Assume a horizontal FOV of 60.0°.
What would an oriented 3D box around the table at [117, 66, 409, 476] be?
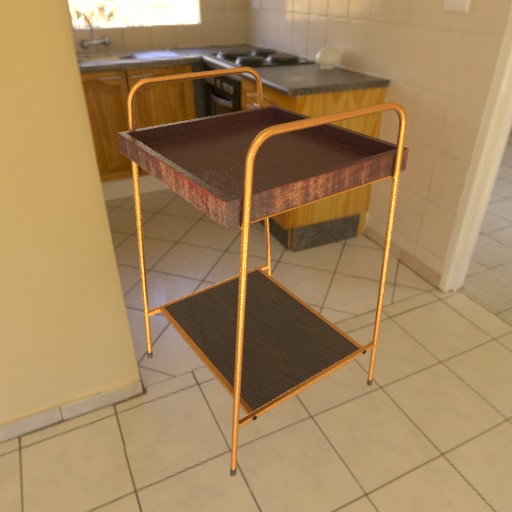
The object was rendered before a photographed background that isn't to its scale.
[{"bbox_3d":[0.000,0.000,0.986,0.430,0.710,0.430,-21,37,-30],"label":"table"}]
